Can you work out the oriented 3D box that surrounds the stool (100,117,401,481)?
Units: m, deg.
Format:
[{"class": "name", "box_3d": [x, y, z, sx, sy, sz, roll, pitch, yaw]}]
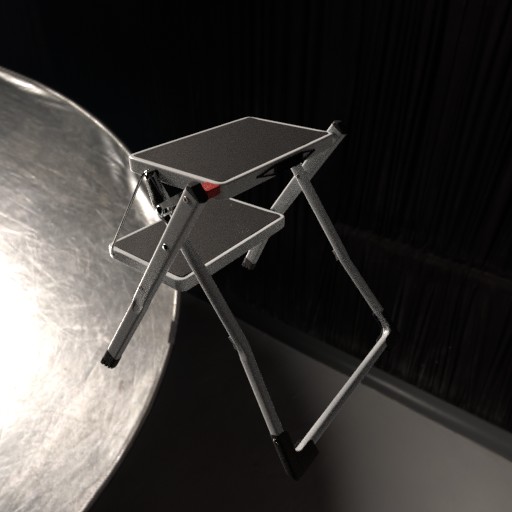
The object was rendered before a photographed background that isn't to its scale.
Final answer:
[{"class": "stool", "box_3d": [0.000, 0.000, 0.849, 0.490, 0.445, 0.485, 22, 37, 31]}]
